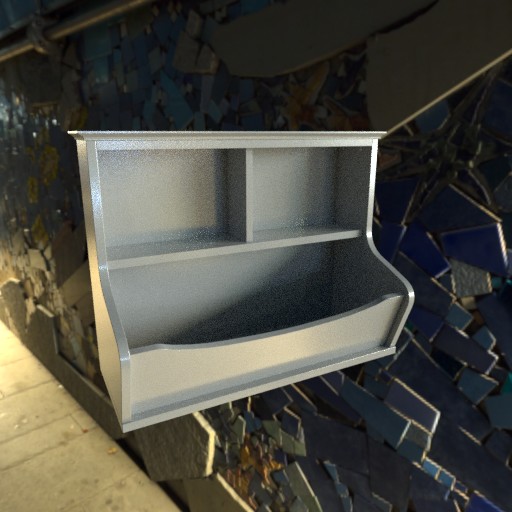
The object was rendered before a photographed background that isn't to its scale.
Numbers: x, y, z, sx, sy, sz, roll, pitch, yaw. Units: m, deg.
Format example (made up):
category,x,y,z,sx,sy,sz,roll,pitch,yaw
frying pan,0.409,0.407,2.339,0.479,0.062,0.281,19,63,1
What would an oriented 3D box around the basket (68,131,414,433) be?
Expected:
category,x,y,z,sx,sy,sz,roll,pitch,yaw
basket,0.000,0.000,1.109,0.780,0.600,0.350,-8,17,-26
